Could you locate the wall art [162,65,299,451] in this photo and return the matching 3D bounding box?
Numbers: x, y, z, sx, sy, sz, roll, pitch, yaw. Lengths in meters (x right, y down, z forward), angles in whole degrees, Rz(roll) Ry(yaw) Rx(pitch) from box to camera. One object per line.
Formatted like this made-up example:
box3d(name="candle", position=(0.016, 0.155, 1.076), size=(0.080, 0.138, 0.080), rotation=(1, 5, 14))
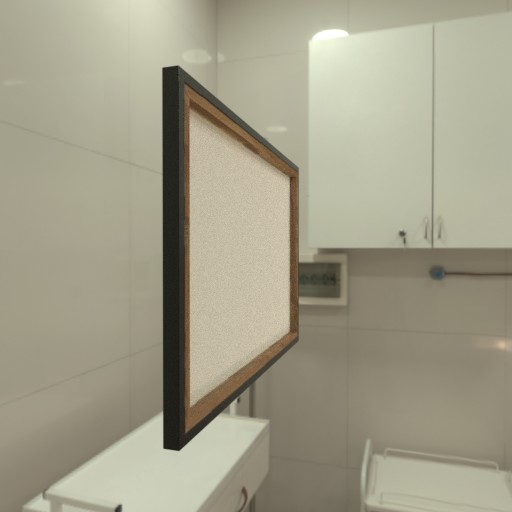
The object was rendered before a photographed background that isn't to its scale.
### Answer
box3d(name="wall art", position=(0.000, 0.000, 0.829), size=(0.022, 0.446, 0.659), rotation=(0, 1, 18))
